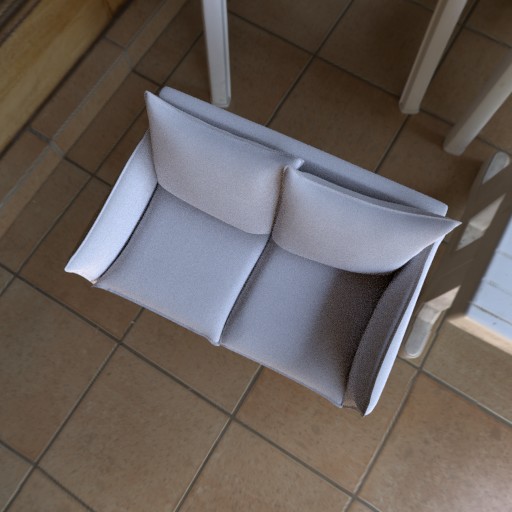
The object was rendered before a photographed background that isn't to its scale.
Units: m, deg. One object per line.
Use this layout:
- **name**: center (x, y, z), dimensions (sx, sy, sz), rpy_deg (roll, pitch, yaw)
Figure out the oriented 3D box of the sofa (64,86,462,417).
- **sofa**: center (0.000, 0.000, 1.859), dimensions (1.300, 0.840, 0.820), rpy_deg (25, 76, 7)
